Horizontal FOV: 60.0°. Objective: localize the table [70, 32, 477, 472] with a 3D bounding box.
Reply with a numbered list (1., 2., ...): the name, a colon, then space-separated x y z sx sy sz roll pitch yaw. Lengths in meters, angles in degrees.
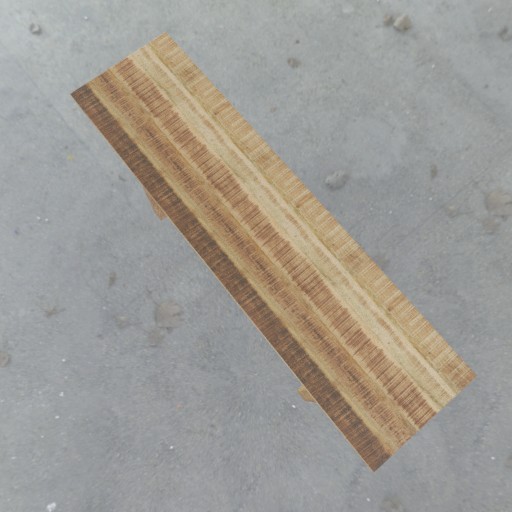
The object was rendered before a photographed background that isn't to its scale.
1. table: 0.000 0.000 1.786 0.405 0.810 1.524 -38 78 -9
